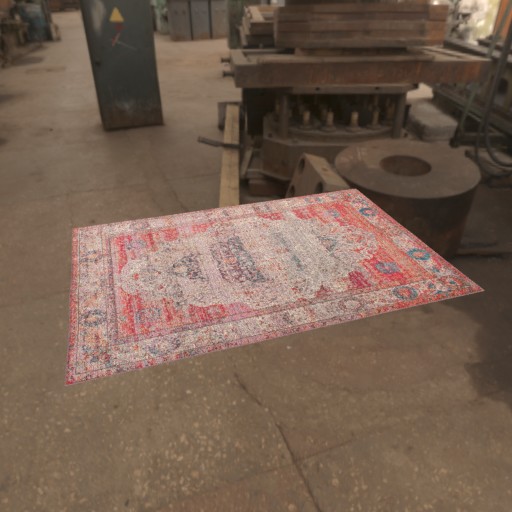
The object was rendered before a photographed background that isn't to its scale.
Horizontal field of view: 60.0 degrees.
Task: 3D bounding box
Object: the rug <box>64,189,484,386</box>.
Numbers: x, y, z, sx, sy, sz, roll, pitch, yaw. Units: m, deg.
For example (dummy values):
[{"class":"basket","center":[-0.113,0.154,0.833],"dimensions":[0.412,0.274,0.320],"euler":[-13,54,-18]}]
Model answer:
[{"class":"rug","center":[0.000,0.000,2.300],"dimensions":[1.829,0.006,1.219],"euler":[-10,34,-15]}]
